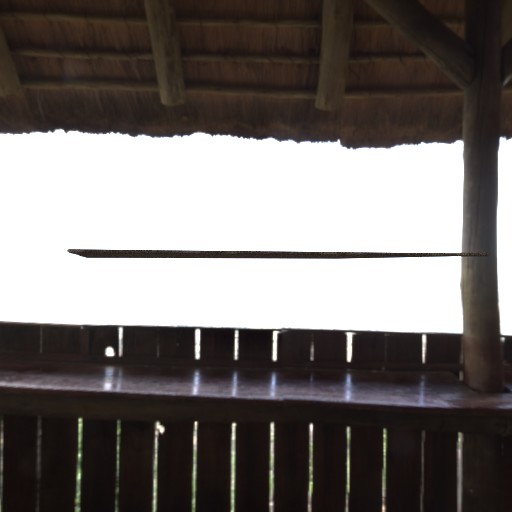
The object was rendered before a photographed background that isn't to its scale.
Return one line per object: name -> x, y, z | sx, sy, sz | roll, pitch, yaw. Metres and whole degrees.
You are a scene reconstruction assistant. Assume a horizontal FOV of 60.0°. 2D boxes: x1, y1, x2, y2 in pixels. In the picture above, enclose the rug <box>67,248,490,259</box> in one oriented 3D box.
rug -> 0.000, 0.000, 4.037 | 3.000, 0.026, 2.399 | 0, -1, -19
